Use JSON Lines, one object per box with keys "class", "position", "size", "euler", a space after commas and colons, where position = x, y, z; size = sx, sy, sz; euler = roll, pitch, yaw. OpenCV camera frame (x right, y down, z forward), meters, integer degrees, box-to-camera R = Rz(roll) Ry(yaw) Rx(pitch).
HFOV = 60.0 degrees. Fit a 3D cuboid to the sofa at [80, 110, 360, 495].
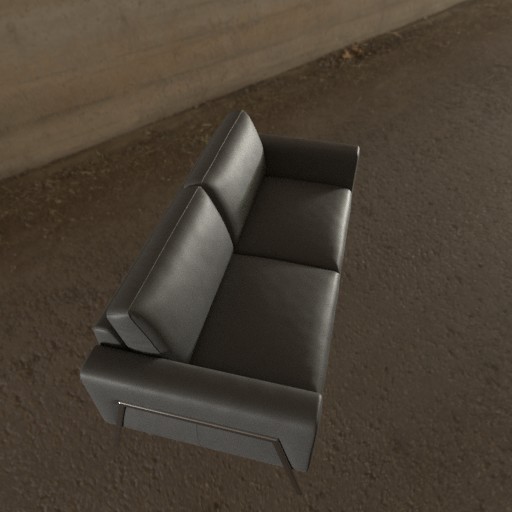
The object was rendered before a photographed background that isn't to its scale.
{"class": "sofa", "position": [0.000, 0.000, 2.458], "size": [0.953, 0.875, 2.017], "euler": [10, 45, 10]}
